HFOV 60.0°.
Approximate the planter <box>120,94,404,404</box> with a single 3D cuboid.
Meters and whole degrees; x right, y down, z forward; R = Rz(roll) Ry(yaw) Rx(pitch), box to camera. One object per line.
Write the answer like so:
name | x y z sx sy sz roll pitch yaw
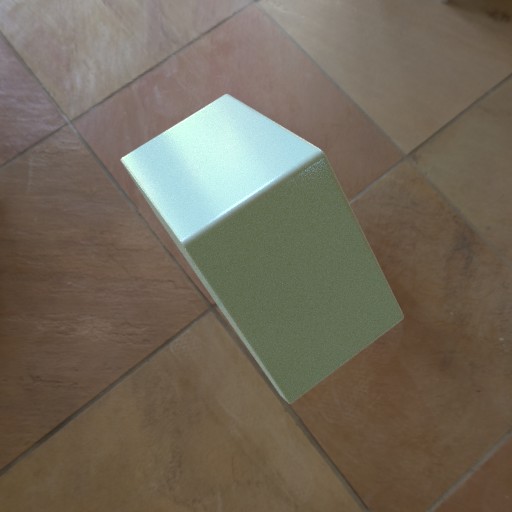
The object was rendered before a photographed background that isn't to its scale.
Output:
planter | 0.000 0.000 0.295 0.078 0.207 0.169 -34 78 -9
